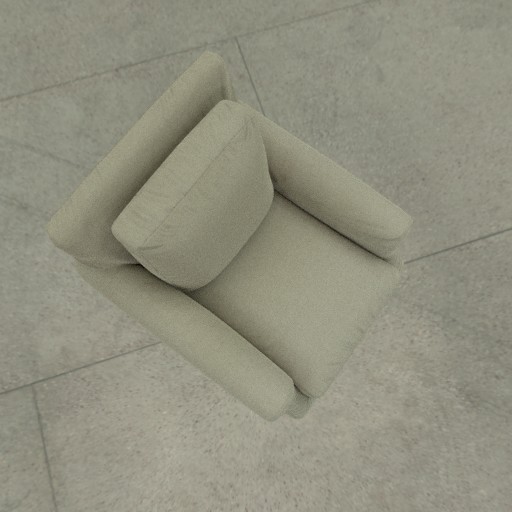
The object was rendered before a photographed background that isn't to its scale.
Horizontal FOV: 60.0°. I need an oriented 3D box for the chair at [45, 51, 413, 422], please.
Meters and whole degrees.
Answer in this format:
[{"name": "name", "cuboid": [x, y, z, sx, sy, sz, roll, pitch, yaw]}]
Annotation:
[{"name": "chair", "cuboid": [0.000, 0.000, 1.732, 1.066, 0.866, 0.940, 36, 78, 9]}]
